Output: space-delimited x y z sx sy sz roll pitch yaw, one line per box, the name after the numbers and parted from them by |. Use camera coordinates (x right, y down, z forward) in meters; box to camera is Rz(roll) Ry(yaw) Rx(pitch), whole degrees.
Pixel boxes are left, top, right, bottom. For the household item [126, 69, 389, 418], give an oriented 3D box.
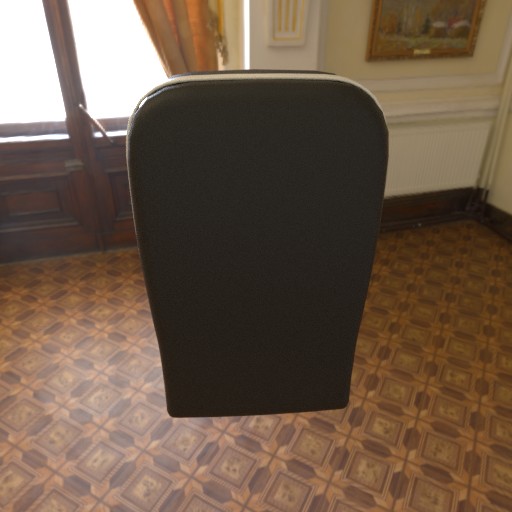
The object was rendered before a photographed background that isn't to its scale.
0.000 0.000 0.146 0.070 0.114 0.038 -2 30 -3 | household item
